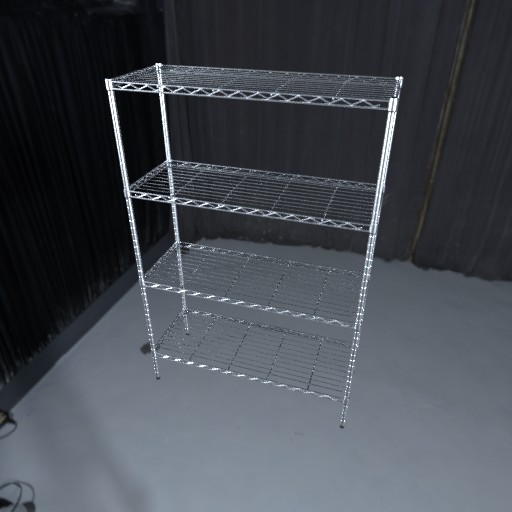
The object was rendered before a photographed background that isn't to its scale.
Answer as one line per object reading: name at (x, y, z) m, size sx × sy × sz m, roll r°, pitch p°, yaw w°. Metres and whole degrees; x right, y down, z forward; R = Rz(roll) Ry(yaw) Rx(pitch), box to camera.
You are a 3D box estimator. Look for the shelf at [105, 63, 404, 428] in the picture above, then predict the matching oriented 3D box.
shelf at (0.000, 0.000, 1.791) m, size 0.907 × 1.360 × 0.352 m, roll 10°, pitch 33°, yaw 15°
